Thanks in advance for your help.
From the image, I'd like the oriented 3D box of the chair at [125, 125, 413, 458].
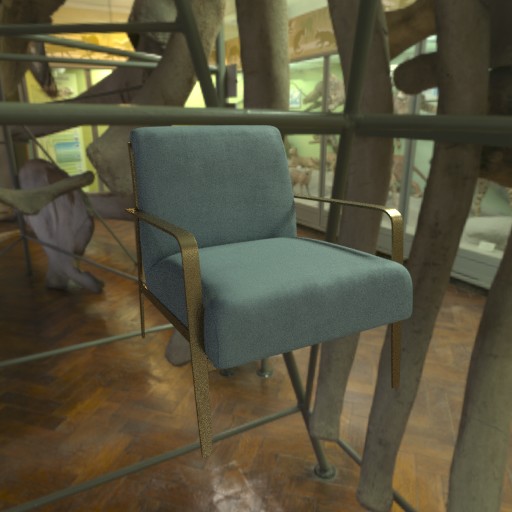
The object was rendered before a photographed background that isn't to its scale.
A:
[{"bbox_3d":[0.000,0.000,1.486,0.701,0.824,0.842,-9,20,-26],"label":"chair"}]
